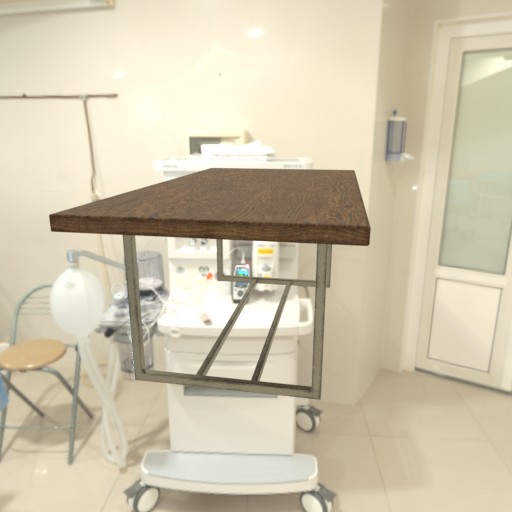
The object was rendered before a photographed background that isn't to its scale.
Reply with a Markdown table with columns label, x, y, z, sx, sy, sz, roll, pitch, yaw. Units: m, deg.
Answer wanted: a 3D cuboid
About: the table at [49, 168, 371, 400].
| label | x | y | z | sx | sy | sz | roll | pitch | yaw |
| --- | --- | --- | --- | --- | --- | --- | --- | --- | --- |
| table | 0.000 | 0.000 | 2.475 | 1.078 | 0.795 | 1.989 | 3 | 16 | 10 |
